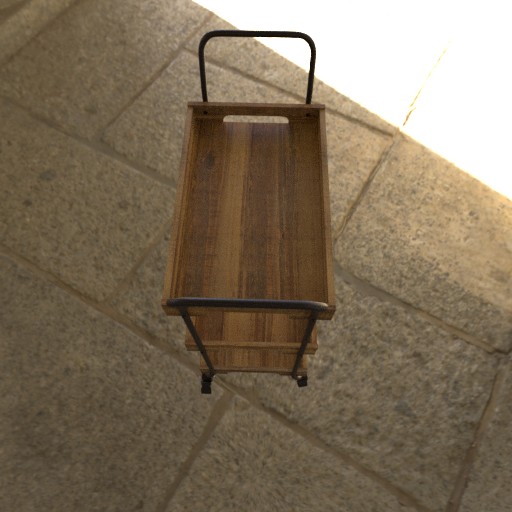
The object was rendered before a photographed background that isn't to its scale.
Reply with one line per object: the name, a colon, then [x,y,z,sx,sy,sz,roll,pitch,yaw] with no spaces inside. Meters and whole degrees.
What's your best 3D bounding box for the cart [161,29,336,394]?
cart: [0.000,0.000,1.135,0.339,0.857,0.583,2,64,1]
